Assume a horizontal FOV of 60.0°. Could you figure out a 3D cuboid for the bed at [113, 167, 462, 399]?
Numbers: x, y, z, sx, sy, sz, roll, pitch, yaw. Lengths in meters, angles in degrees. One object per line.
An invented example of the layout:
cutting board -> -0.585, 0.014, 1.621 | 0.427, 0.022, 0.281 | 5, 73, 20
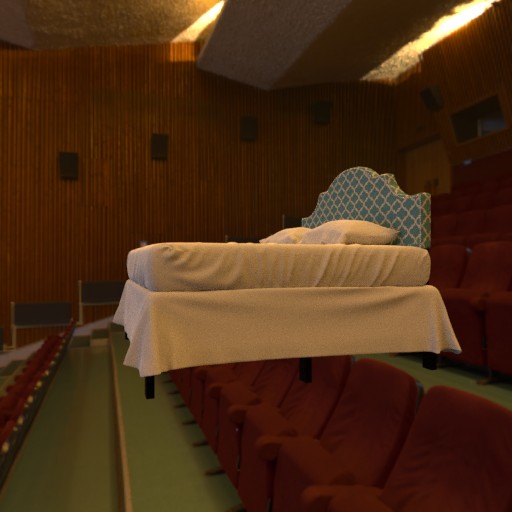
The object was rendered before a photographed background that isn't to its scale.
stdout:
bed -> 0.000, 0.000, 3.715 | 2.222, 1.601, 2.314 | 0, -1, -20
